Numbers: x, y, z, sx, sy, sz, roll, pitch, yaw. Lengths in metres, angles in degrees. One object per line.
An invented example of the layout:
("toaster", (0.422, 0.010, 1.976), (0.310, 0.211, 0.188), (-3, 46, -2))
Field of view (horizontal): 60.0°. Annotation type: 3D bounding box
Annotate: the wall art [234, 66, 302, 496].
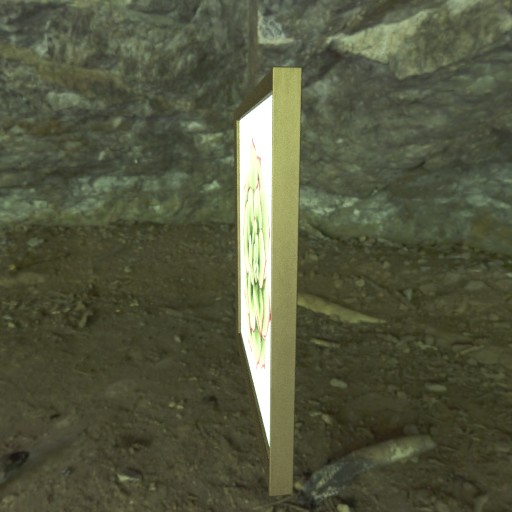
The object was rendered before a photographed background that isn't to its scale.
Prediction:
("wall art", (0.000, 0.000, 0.746), (0.031, 0.506, 0.503), (-2, 13, -7))
